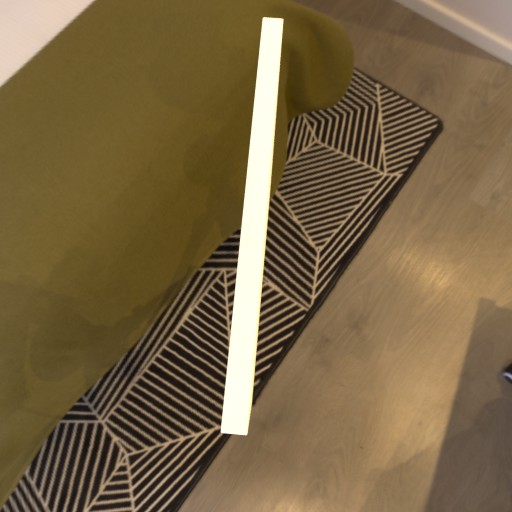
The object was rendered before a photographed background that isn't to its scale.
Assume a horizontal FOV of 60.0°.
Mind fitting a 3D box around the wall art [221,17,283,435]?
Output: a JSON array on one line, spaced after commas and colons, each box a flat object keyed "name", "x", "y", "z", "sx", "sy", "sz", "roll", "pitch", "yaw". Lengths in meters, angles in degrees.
[{"name": "wall art", "x": 0.000, "y": 0.000, "z": 1.135, "sx": 0.040, "sy": 0.762, "sz": 0.762, "roll": 5, "pitch": 75, "yaw": 1}]
